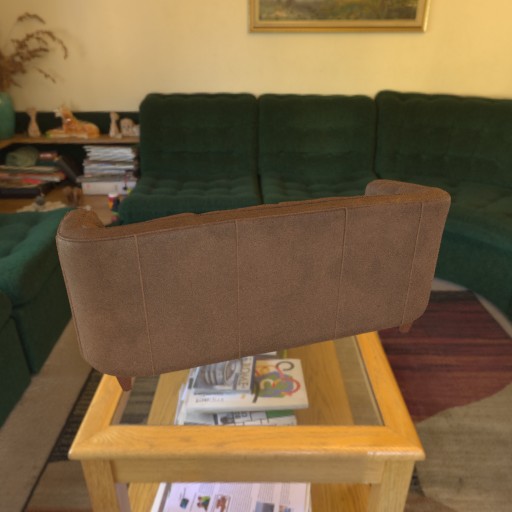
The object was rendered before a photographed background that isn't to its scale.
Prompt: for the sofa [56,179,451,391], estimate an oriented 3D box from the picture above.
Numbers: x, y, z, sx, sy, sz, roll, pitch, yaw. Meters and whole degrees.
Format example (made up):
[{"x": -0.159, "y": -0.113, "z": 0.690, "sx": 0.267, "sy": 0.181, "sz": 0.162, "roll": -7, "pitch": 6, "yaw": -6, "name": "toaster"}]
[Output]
[{"x": 0.000, "y": 0.000, "z": 2.262, "sx": 1.767, "sy": 0.799, "sz": 0.917, "roll": -8, "pitch": 28, "yaw": -16, "name": "sofa"}]
